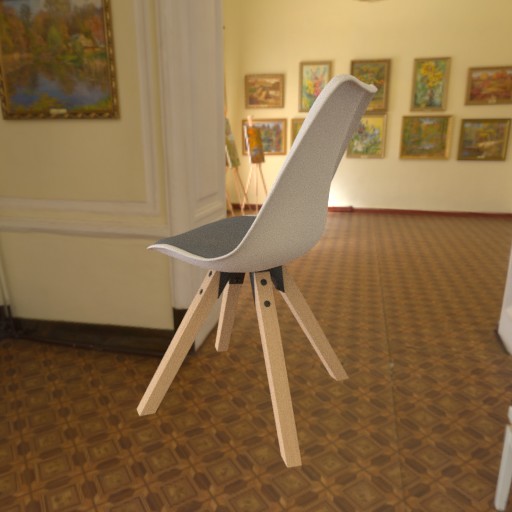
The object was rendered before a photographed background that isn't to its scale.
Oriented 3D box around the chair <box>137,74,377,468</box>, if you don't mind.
[{"bbox_3d":[0.000,0.000,1.175,0.550,0.850,0.485,8,17,25],"label":"chair"}]
